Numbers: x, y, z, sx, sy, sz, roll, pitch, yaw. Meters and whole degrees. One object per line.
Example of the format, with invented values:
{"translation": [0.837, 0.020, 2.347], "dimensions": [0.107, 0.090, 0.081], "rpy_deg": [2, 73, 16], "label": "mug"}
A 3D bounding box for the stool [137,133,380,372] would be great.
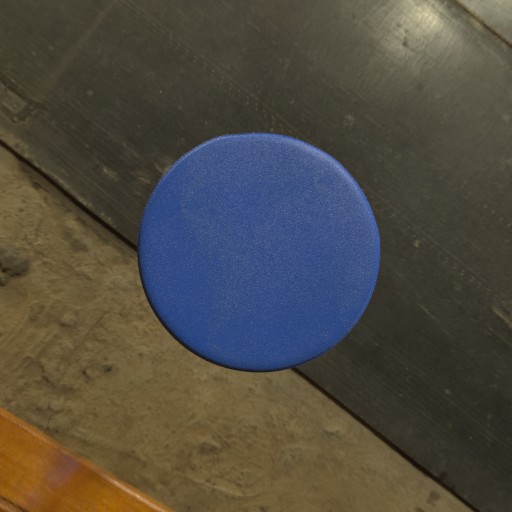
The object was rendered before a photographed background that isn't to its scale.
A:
{"translation": [0.000, 0.000, 0.671], "dimensions": [0.381, 0.365, 0.382], "rpy_deg": [0, 90, 0], "label": "stool"}
